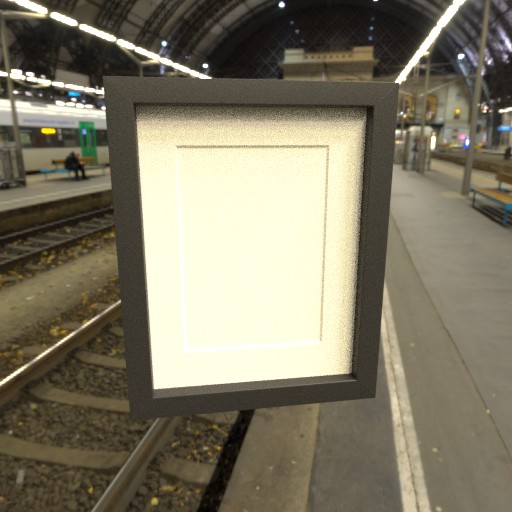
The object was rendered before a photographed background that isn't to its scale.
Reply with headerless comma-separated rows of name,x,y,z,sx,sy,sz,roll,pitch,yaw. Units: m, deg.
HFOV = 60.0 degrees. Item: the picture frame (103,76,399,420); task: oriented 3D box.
picture frame,0.000,0.000,0.518,0.307,0.383,0.036,-2,15,-9
